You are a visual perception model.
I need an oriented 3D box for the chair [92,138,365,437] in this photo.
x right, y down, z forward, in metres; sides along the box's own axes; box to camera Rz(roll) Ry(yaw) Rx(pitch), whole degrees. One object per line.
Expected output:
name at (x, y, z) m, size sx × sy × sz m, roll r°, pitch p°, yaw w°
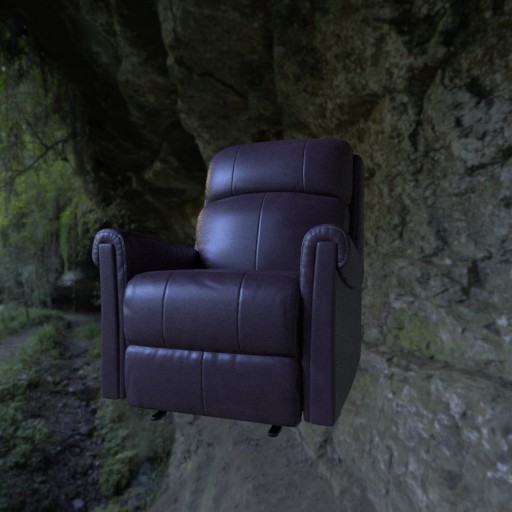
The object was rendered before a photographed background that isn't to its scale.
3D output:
chair at (0.000, 0.000, 1.748) m, size 0.838 × 1.054 × 1.014 m, roll 0°, pitch 0°, yaw 19°
